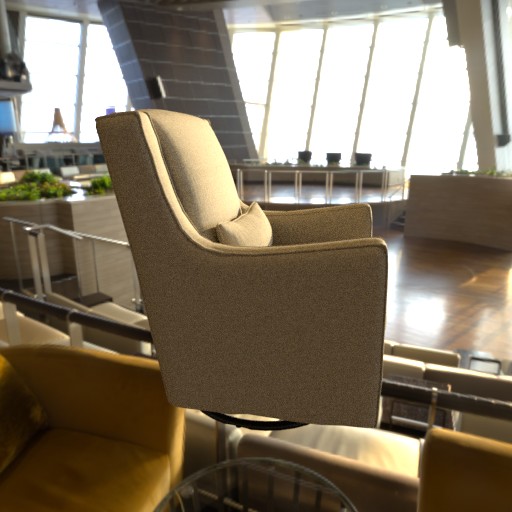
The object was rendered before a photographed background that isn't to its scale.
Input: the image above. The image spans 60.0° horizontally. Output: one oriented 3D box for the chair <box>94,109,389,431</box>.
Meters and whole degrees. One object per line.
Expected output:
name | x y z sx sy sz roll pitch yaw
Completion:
chair | 0.000 0.000 1.578 0.879 0.993 0.732 3 16 10
